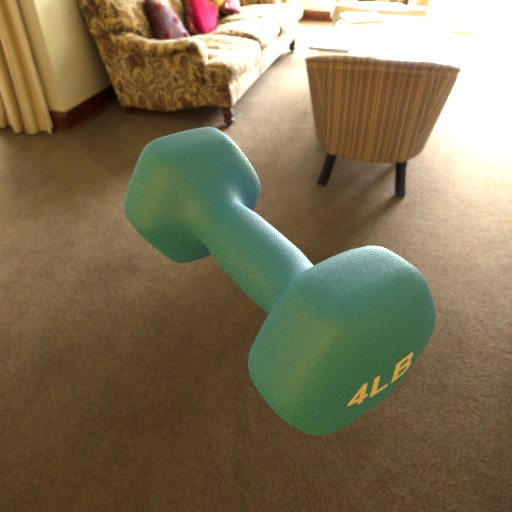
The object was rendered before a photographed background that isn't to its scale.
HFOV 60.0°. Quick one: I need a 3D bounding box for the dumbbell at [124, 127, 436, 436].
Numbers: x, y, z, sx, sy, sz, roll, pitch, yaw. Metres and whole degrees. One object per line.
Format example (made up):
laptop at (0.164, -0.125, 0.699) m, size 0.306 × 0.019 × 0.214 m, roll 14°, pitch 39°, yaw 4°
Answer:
dumbbell at (0.000, 0.000, 0.194) m, size 0.074 × 0.066 × 0.152 m, roll -22°, pitch 44°, yaw -25°
